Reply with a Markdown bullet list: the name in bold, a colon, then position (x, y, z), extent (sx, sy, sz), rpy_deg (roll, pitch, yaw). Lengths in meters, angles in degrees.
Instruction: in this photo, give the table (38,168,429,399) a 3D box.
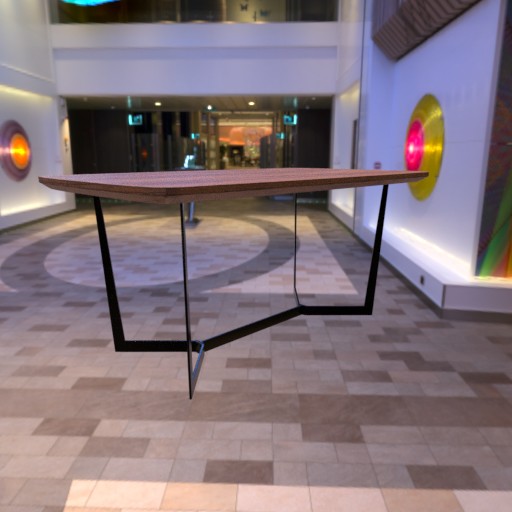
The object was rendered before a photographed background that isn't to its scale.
- **table**: position (0.000, 0.000, 2.091), extent (1.643, 0.765, 0.949), rpy_deg (-12, 18, -43)
